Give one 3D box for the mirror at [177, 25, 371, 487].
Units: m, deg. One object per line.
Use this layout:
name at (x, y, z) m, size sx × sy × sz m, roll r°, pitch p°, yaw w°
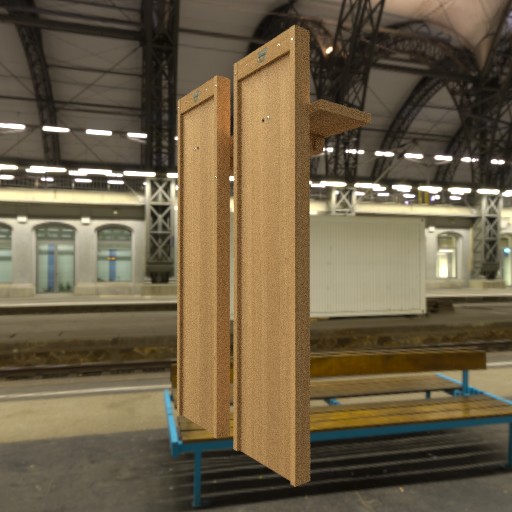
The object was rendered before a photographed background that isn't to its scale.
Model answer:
mirror at (0.000, 0.000, 1.559) m, size 0.260 × 1.250 × 0.800 m, roll 1°, pitch -1°, yaw -36°
